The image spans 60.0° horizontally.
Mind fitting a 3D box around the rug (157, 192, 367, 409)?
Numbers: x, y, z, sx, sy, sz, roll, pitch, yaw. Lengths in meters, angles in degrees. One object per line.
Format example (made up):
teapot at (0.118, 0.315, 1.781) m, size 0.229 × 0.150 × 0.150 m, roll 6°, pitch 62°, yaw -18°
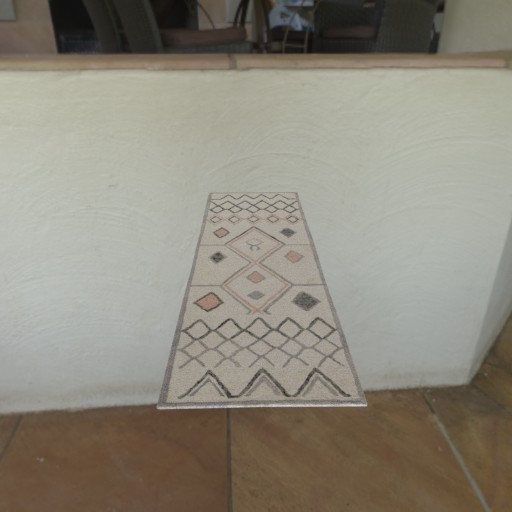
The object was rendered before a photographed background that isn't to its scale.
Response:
rug at (0.000, 0.000, 2.663) m, size 0.750 × 0.011 × 2.435 m, roll 0°, pitch 26°, yaw -1°
